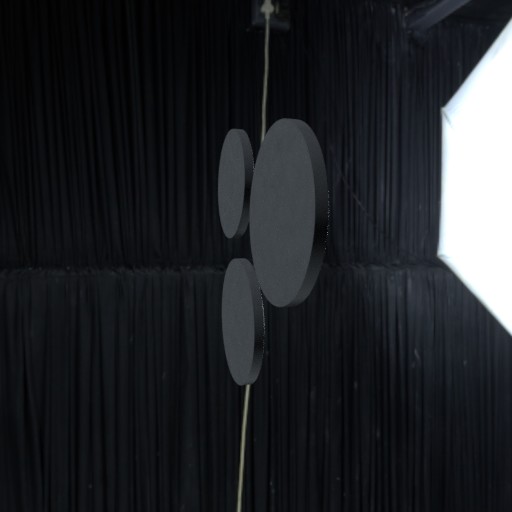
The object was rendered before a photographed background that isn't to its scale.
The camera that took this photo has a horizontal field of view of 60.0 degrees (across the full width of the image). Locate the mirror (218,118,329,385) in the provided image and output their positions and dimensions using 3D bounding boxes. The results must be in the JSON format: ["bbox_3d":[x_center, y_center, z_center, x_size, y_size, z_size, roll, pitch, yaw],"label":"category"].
[{"bbox_3d":[0.000,0.000,3.205,0.076,2.096,2.160,-1,2,-17],"label":"mirror"}]
